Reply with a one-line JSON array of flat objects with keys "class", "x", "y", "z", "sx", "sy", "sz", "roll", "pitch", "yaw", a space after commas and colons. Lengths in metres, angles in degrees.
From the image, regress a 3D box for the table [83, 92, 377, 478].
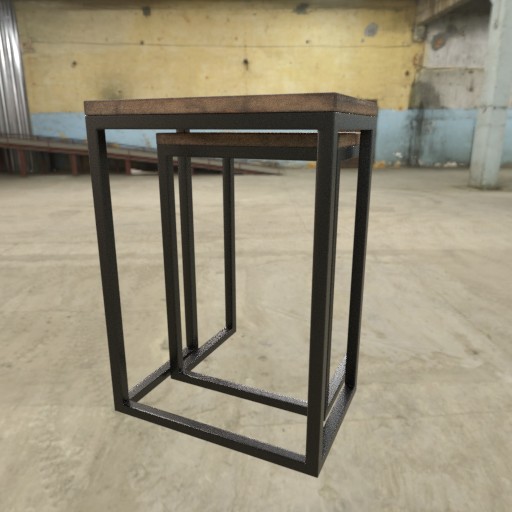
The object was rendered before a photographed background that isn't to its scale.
[{"class": "table", "x": 0.000, "y": 0.000, "z": 0.946, "sx": 0.456, "sy": 0.615, "sz": 0.460, "roll": 8, "pitch": 18, "yaw": 26}]
